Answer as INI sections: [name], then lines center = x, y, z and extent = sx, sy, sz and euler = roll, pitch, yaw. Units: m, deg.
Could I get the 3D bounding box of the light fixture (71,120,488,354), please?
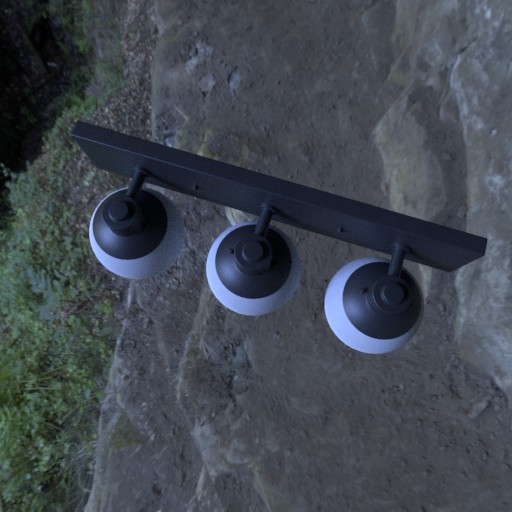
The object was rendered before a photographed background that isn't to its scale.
[light fixture]
center = 0.000, 0.000, 0.846
extent = 0.721, 0.263, 0.218
euler = 17, 76, 4
